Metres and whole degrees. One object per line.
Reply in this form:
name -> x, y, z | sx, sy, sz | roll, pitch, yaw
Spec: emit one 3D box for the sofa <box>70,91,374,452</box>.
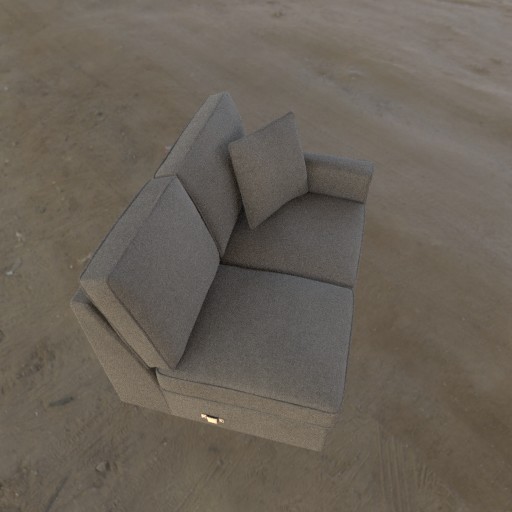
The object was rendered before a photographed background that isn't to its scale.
sofa -> 0.000, 0.000, 2.111 | 0.991, 0.989, 1.388 | 11, 48, 10
